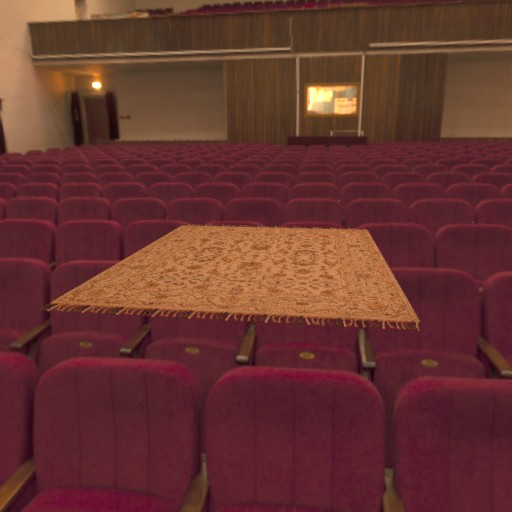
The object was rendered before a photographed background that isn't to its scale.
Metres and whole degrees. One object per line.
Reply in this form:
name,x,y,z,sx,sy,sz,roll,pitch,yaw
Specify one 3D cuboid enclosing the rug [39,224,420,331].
rug,0.000,0.000,2.264,1.278,0.009,1.726,2,14,8
